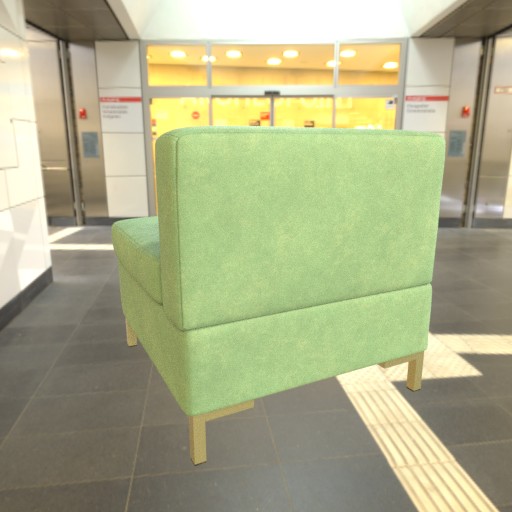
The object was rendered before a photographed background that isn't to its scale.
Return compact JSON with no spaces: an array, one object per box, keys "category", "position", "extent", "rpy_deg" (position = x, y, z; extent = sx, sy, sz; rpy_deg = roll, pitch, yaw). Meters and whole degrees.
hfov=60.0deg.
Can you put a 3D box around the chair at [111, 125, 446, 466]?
[{"category":"chair","position":[0.000,0.000,1.219],"extent":[0.680,0.660,0.680],"rpy_deg":[-7,15,-27]}]
